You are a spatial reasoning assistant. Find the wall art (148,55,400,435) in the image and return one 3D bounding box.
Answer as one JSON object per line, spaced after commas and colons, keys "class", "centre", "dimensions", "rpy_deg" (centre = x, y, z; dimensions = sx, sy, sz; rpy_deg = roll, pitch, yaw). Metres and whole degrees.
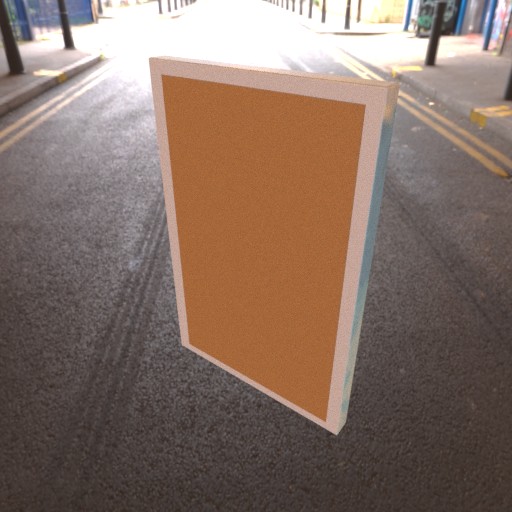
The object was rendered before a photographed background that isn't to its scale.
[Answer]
{"class": "wall art", "centre": [0.000, 0.000, 0.771], "dimensions": [0.401, 0.610, 0.038], "rpy_deg": [21, 37, 31]}
